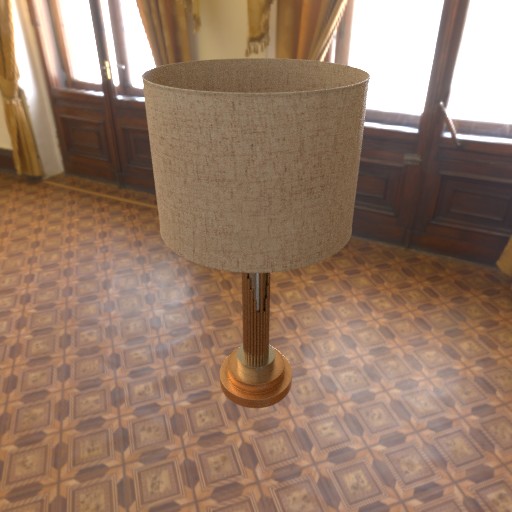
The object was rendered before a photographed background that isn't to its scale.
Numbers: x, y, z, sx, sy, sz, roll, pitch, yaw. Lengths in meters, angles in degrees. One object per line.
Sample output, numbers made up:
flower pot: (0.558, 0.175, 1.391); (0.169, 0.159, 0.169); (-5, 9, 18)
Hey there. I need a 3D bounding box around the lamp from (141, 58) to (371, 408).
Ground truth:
lamp: (0.000, 0.000, 0.788); (0.321, 0.610, 0.321); (22, 37, 33)
